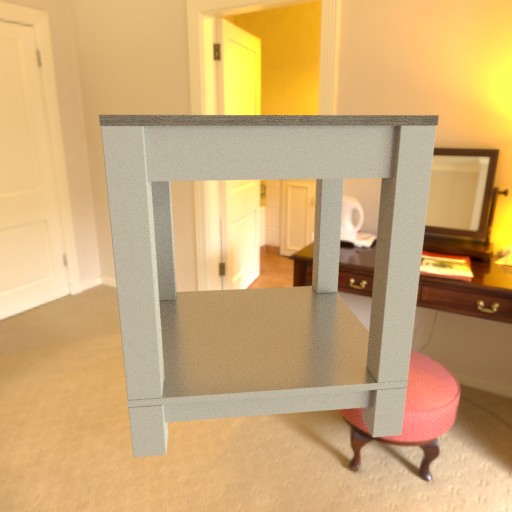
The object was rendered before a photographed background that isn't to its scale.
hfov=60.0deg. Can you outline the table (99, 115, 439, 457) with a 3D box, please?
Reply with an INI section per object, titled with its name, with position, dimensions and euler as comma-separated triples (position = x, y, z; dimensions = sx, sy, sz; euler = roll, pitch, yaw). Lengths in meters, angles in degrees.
[table]
position = 0.000, 0.000, 0.978
dimensions = 0.506, 0.587, 0.504
euler = -2, 17, -7
